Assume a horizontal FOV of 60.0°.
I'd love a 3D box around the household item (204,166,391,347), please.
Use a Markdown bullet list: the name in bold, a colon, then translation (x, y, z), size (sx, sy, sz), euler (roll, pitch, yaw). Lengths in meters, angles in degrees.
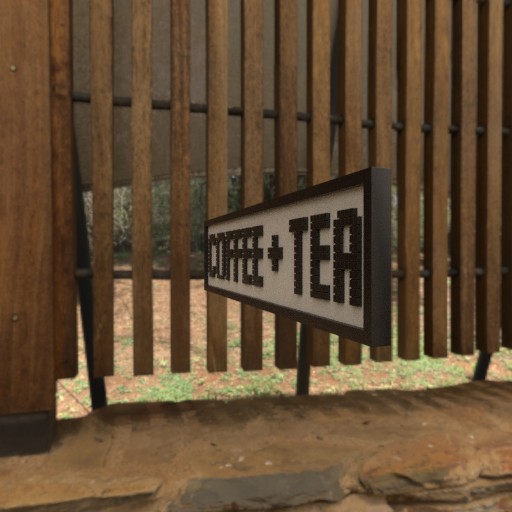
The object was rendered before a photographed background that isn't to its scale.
- **household item**: translation (0.000, 0.000, 1.055), size (0.030, 0.236, 1.001), euler (0, 0, -19)
